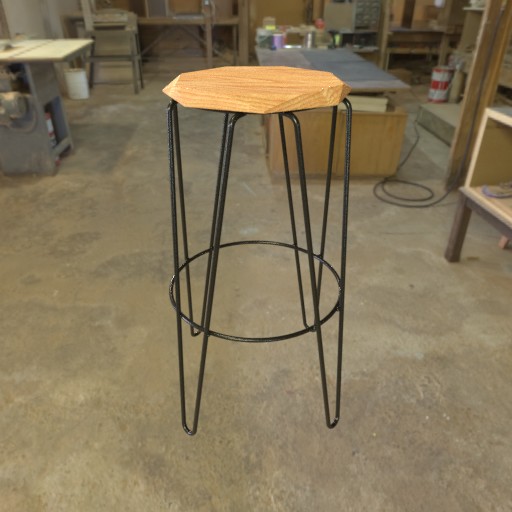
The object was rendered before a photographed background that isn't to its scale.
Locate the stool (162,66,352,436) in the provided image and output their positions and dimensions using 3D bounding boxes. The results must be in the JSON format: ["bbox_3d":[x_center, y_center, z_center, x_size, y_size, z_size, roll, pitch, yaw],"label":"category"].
[{"bbox_3d":[0.000,0.000,0.809,0.326,0.610,0.326,-1,31,-2],"label":"stool"}]
